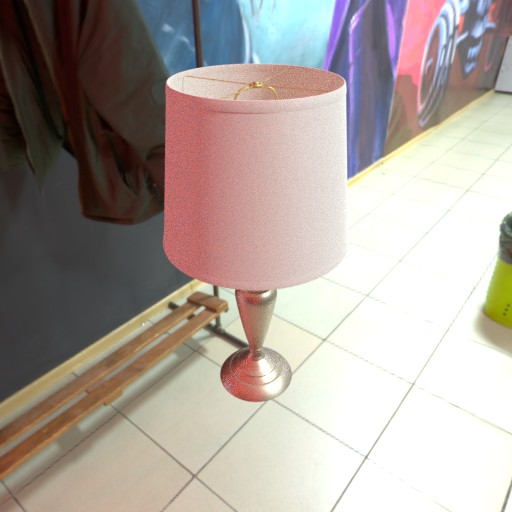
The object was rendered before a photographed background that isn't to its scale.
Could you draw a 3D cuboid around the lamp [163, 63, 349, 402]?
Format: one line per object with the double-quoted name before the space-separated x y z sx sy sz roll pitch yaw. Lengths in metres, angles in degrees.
"lamp" 0.000 0.000 0.820 0.328 0.619 0.328 0 33 0
